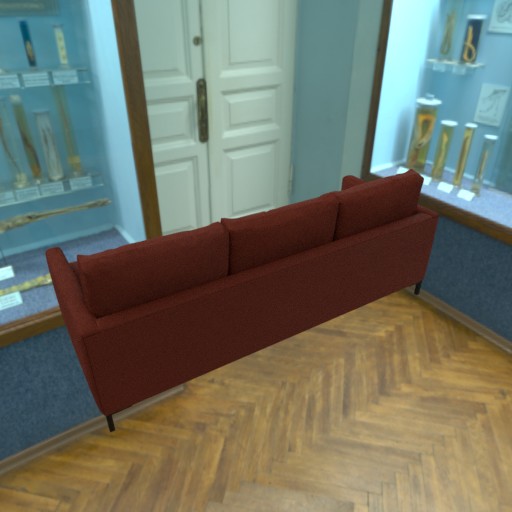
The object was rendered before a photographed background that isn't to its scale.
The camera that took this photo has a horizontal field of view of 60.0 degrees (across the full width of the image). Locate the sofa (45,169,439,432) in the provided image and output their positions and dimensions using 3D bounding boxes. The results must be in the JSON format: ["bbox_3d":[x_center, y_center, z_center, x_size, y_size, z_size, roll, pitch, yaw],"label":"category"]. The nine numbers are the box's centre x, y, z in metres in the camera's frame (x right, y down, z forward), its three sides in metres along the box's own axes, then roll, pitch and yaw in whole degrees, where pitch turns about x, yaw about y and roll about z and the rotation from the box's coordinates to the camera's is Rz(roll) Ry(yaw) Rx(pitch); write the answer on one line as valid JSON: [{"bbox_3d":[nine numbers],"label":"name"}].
[{"bbox_3d":[0.000,0.000,2.720,2.252,0.879,0.875,-17,35,-27],"label":"sofa"}]
